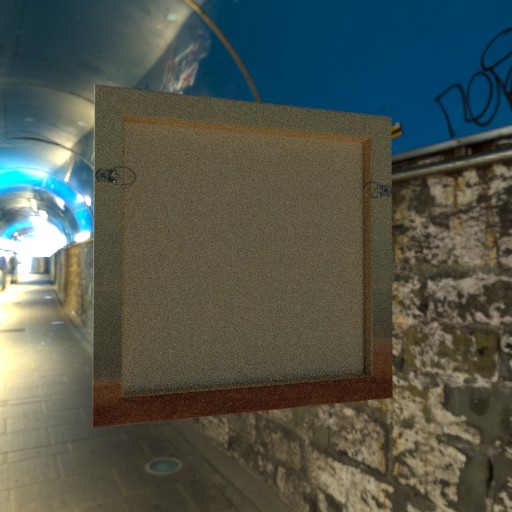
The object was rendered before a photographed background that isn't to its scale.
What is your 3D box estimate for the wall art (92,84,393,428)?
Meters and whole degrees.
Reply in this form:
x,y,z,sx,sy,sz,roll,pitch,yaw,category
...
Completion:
x,y,z,sx,sy,sz,roll,pitch,yaw,category
0.000,0.000,0.878,0.605,0.605,0.034,0,-1,-17,wall art
